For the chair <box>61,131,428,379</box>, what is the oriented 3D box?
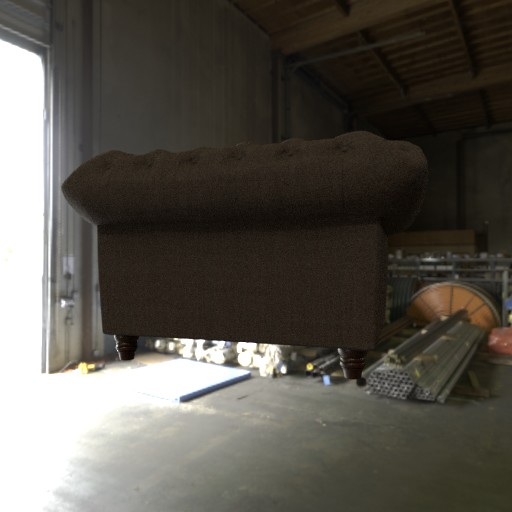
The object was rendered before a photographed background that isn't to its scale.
[{"bbox_3d":[0.000,0.000,1.825,1.298,0.780,0.945,0,-1,18],"label":"chair"}]
